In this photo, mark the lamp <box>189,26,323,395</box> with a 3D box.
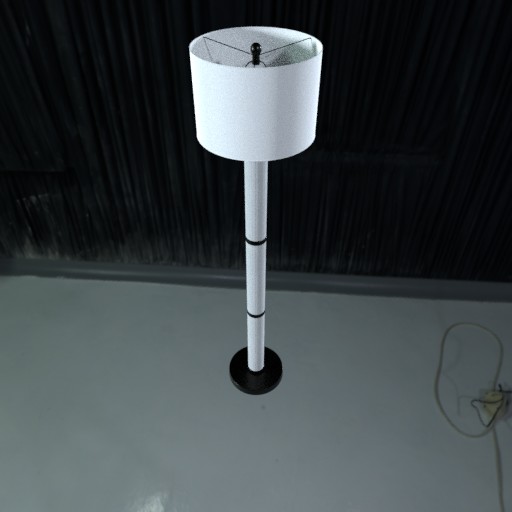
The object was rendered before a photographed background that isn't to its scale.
[{"bbox_3d":[0.000,0.000,1.774,0.377,1.599,0.377,1,42,1],"label":"lamp"}]
